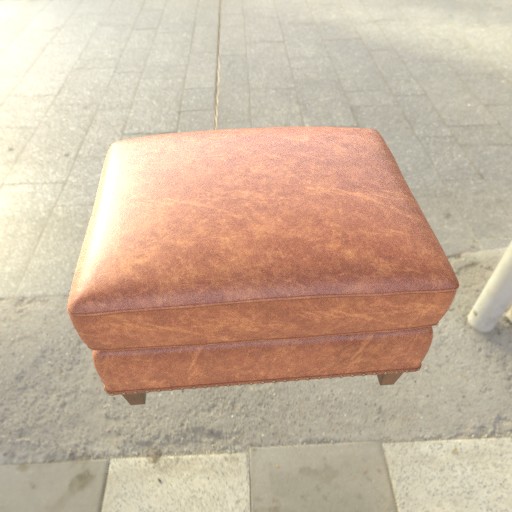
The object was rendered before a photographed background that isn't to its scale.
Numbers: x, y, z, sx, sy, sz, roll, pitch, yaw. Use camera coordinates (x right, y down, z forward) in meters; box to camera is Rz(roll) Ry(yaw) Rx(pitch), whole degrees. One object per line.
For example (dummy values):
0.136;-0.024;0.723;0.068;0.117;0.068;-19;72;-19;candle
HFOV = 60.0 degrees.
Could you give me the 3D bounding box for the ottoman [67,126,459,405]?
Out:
0.000;0.000;1.127;0.742;0.486;0.586;-3;46;-3;ottoman
